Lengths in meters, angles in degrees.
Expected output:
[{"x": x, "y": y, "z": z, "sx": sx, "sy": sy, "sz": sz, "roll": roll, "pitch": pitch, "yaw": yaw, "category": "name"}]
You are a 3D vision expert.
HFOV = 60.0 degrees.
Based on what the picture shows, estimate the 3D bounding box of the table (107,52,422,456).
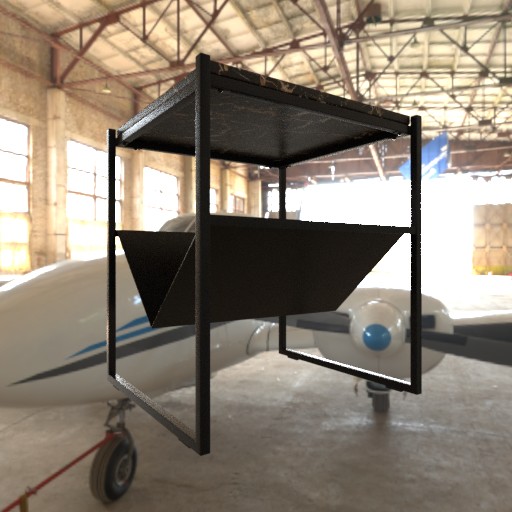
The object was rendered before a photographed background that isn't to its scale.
[{"x": 0.000, "y": 0.000, "z": 0.889, "sx": 0.469, "sy": 0.534, "sz": 0.432, "roll": 0, "pitch": 0, "yaw": -34, "category": "table"}]
